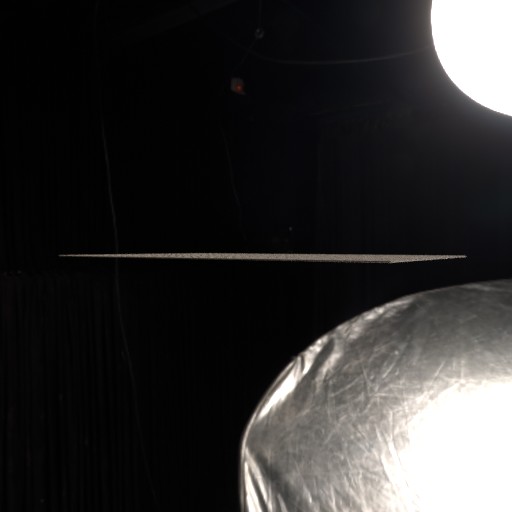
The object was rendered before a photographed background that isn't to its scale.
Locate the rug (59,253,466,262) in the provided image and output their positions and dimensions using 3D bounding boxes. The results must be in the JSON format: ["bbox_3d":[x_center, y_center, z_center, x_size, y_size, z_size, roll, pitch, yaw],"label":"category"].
[{"bbox_3d":[0.000,0.000,3.107,2.438,0.008,1.523,1,1,36],"label":"rug"}]
